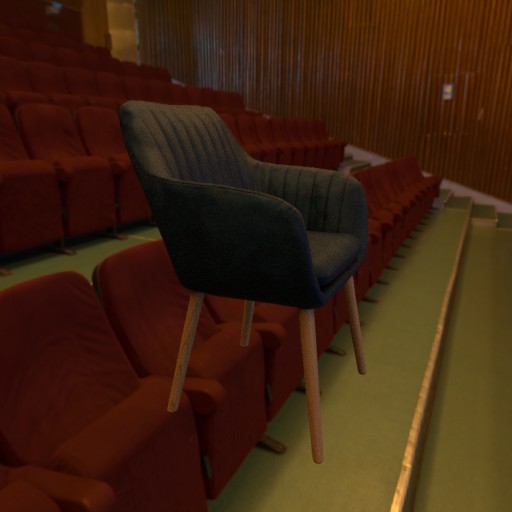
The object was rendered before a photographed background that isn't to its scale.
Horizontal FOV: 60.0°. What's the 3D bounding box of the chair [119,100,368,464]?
[{"bbox_3d":[0.000,0.000,1.245,0.573,0.826,0.578,8,17,25],"label":"chair"}]
